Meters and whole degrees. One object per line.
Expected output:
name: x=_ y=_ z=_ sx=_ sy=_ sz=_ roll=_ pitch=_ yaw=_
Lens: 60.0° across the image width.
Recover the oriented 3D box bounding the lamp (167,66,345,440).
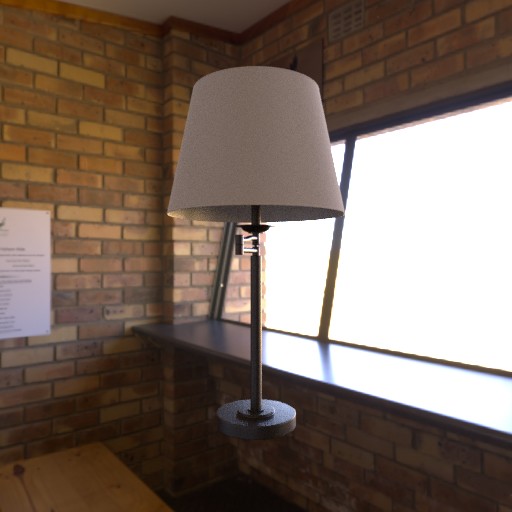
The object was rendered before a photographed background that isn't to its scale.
lamp: x=0.000 y=0.000 z=0.919 sx=0.363 sy=0.696 sz=0.363 roll=0 pitch=0 yaw=0
